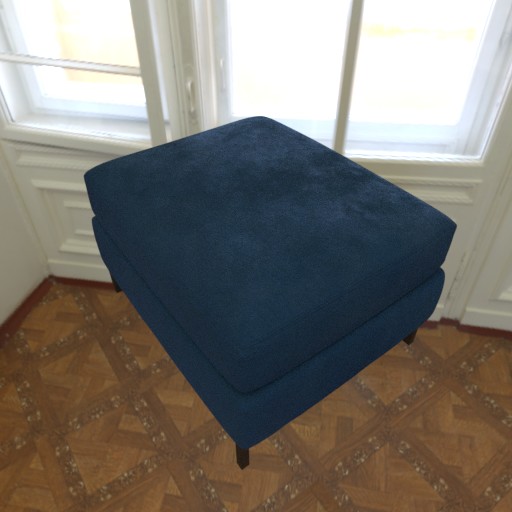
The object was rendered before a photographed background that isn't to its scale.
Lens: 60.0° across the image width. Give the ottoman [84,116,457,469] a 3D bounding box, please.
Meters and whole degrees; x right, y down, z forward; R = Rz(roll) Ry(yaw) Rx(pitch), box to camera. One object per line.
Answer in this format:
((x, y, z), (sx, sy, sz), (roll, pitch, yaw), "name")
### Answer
((0.000, 0.000, 1.222), (0.655, 0.485, 0.794), (-26, 47, -27), "ottoman")
